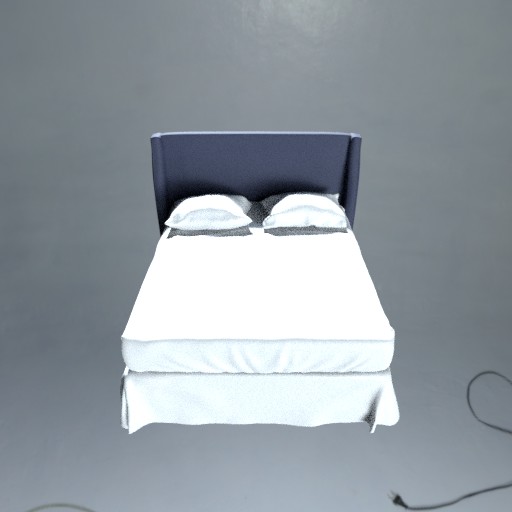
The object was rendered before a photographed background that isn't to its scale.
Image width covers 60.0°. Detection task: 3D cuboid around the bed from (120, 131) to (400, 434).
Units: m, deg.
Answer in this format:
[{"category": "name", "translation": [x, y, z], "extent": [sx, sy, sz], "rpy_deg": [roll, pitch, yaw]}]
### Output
[{"category": "bed", "translation": [0.000, 0.000, 3.467], "extent": [1.925, 1.332, 2.276], "rpy_deg": [0, 31, 0]}]
